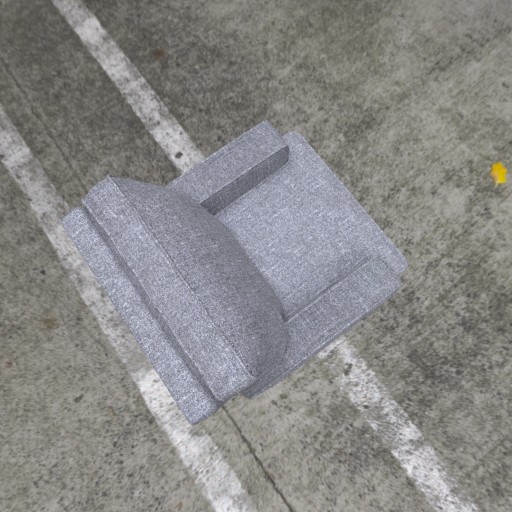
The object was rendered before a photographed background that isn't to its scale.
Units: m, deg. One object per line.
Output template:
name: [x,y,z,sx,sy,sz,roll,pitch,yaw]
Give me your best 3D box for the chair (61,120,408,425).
chair: [0.000,0.000,1.699,0.964,0.962,0.861,-35,77,-9]
